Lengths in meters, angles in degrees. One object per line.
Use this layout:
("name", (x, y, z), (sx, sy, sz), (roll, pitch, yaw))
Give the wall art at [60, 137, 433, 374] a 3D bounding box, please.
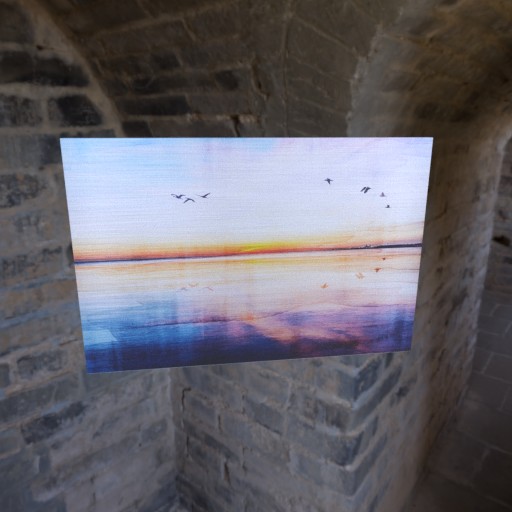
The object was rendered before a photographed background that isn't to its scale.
("wall art", (0.000, 0.000, 1.173), (0.911, 0.605, 0.037), (-2, 16, -8))
